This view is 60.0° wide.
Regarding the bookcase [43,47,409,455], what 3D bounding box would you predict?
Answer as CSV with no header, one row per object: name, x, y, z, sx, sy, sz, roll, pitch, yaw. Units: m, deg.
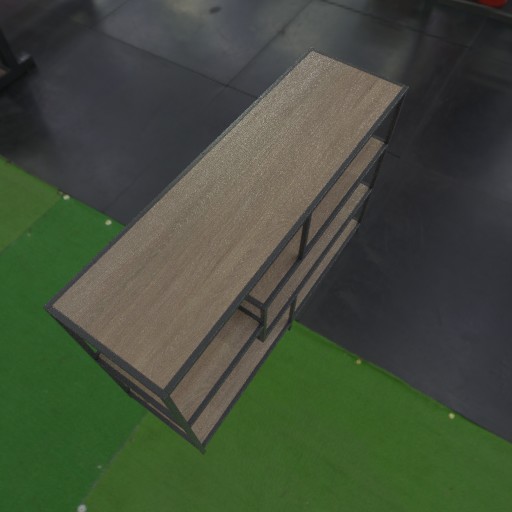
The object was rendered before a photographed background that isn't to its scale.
bookcase,0.000,0.000,1.495,0.350,0.780,1.140,31,63,17
